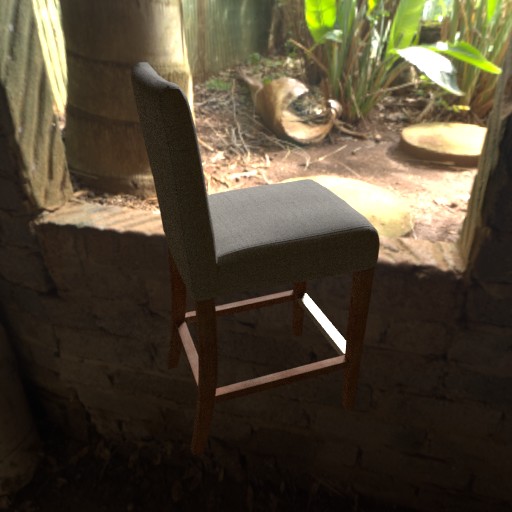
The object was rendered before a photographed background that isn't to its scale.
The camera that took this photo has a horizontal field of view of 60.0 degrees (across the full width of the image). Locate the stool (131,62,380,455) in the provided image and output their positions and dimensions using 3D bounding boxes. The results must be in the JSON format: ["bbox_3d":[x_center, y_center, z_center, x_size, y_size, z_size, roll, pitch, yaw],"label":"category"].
[{"bbox_3d":[0.000,0.000,1.313,0.567,1.039,0.454,-10,31,-18],"label":"stool"}]
